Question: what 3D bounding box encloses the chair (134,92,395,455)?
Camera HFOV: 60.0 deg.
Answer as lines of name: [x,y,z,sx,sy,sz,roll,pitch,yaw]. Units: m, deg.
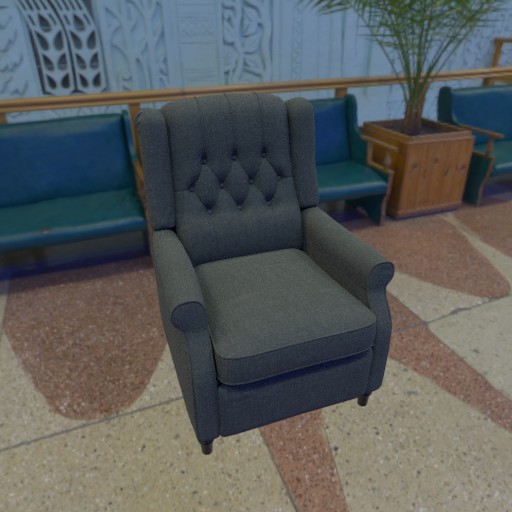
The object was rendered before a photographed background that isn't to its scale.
chair: [0.000,0.000,1.634,0.742,1.035,0.898,-10,31,-17]
